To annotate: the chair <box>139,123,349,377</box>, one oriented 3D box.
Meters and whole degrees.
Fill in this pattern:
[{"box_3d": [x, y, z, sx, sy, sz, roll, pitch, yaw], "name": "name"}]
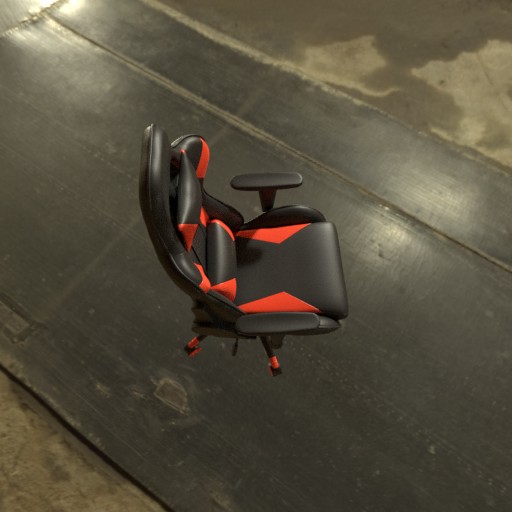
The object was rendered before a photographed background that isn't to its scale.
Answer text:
[{"box_3d": [0.000, 0.000, 1.712, 0.730, 1.282, 0.695, -3, 64, -1], "name": "chair"}]
